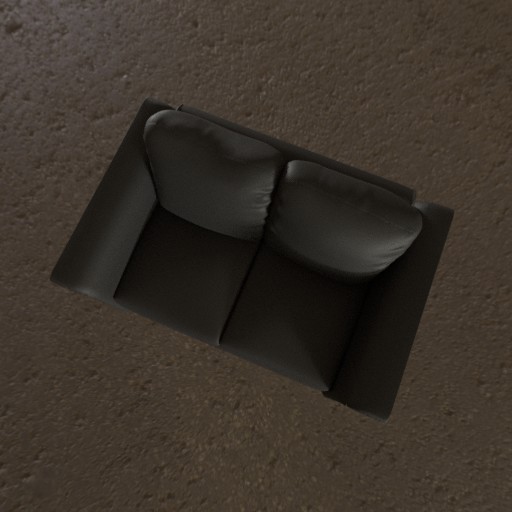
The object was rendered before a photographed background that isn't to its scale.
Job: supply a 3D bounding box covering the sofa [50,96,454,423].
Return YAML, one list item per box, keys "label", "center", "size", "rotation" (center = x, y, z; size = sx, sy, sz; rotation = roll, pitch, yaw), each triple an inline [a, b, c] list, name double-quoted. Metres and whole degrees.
- label: "sofa"
  center: [0.000, 0.000, 1.936]
  size: [1.386, 0.845, 0.887]
  rotation: [22, 77, 5]
